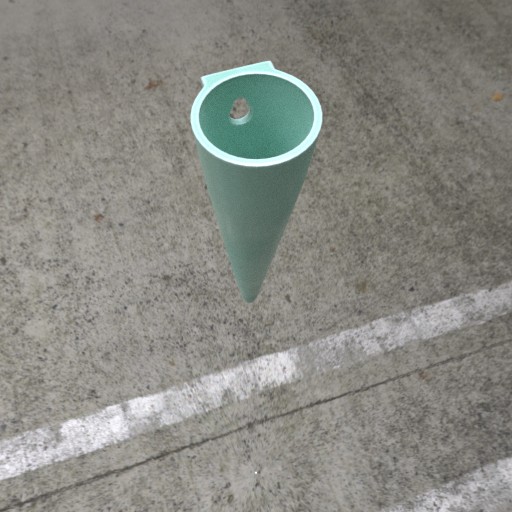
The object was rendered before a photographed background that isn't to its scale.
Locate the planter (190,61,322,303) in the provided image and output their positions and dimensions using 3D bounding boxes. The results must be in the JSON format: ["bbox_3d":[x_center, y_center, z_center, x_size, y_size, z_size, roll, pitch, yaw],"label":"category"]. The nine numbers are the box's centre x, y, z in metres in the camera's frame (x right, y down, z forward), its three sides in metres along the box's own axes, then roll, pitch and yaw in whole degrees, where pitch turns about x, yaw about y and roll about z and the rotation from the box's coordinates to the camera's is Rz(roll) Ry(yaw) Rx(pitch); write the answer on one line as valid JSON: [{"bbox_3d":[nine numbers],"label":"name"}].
[{"bbox_3d":[0.000,0.000,0.301,0.054,0.268,0.055,-17,65,-8],"label":"planter"}]
